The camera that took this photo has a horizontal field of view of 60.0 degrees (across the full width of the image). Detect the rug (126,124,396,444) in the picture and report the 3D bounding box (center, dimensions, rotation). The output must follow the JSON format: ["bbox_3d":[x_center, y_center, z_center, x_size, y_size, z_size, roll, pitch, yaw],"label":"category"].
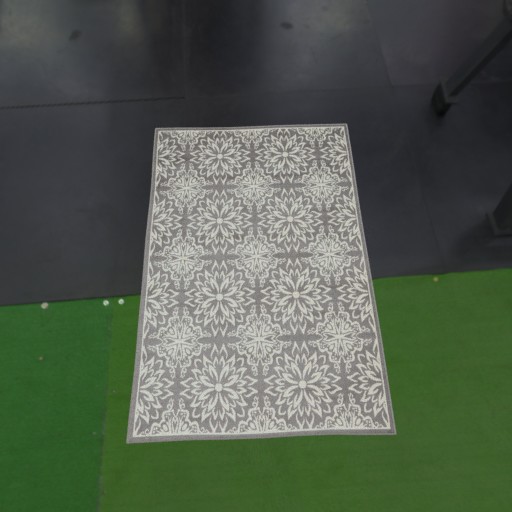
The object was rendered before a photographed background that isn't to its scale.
[{"bbox_3d":[0.000,0.000,2.411,1.224,0.012,1.847,-2,64,-1],"label":"rug"}]
